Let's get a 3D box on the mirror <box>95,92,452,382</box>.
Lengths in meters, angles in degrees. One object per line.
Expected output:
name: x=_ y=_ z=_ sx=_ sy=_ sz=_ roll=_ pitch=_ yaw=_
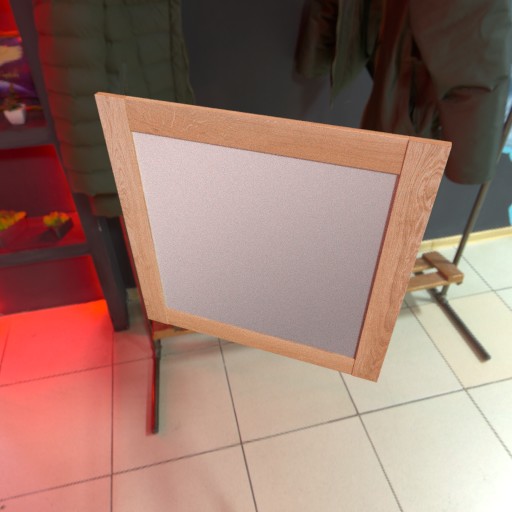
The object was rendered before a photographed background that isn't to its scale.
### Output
mirror: x=0.000 y=0.000 z=1.218 sx=0.800 sy=0.800 sz=0.020 roll=13 pitch=43 yaw=14
